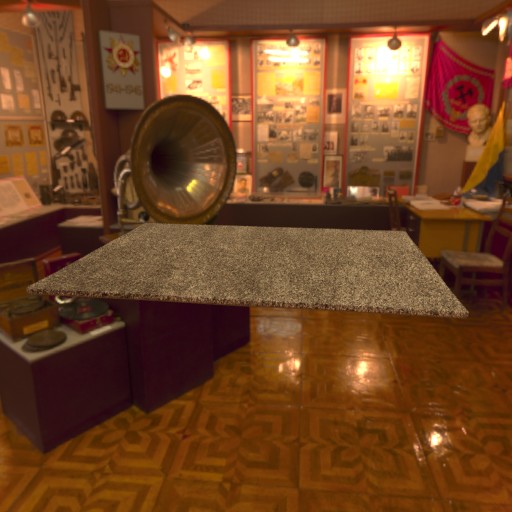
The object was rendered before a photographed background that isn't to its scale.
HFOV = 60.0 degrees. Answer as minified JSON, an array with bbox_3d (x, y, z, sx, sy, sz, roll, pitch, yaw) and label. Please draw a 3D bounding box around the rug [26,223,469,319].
[{"bbox_3d":[0.000,0.000,2.148,1.601,0.025,1.198,2,16,8],"label":"rug"}]
